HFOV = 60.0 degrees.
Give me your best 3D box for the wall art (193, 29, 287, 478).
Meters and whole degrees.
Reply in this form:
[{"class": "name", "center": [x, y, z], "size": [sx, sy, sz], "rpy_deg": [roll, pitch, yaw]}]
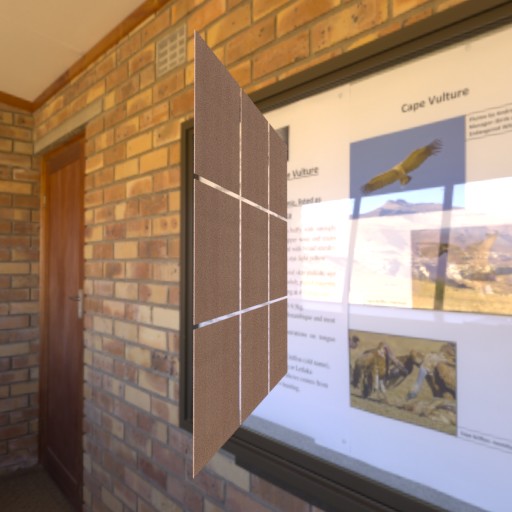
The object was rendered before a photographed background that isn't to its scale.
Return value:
[{"class": "wall art", "center": [0.000, 0.000, 2.215], "size": [0.002, 1.505, 1.517], "rpy_deg": [0, -1, 16]}]
